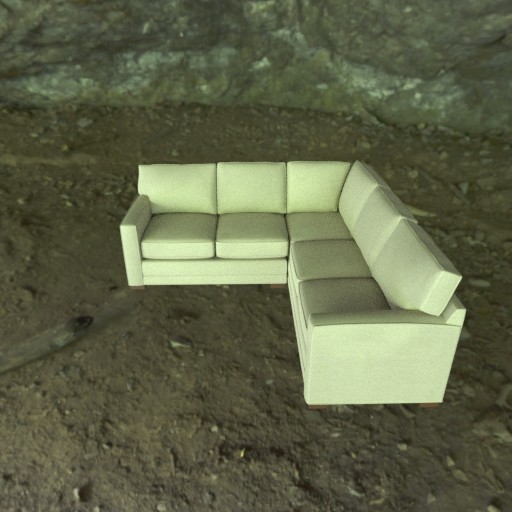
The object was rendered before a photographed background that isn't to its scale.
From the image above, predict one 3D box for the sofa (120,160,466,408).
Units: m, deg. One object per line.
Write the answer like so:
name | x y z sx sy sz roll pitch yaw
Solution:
sofa | 0.000 0.000 3.374 2.182 0.939 2.189 0 27 -1
